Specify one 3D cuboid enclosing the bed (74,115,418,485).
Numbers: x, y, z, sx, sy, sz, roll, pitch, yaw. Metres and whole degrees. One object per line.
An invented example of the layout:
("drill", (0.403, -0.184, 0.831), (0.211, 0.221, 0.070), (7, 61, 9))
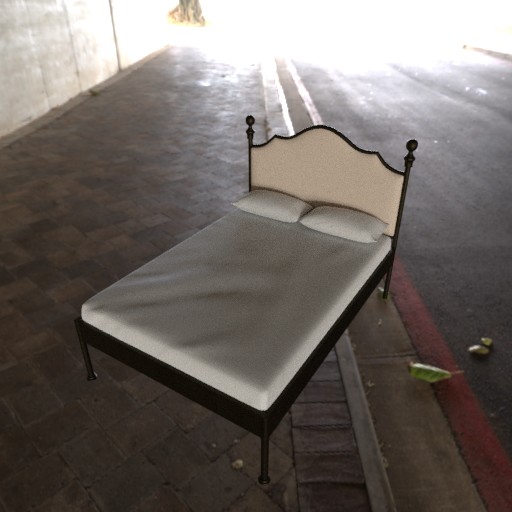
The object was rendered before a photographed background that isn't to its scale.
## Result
("bed", (0.000, 0.000, 3.240), (1.533, 1.462, 2.170), (18, 35, 28))
